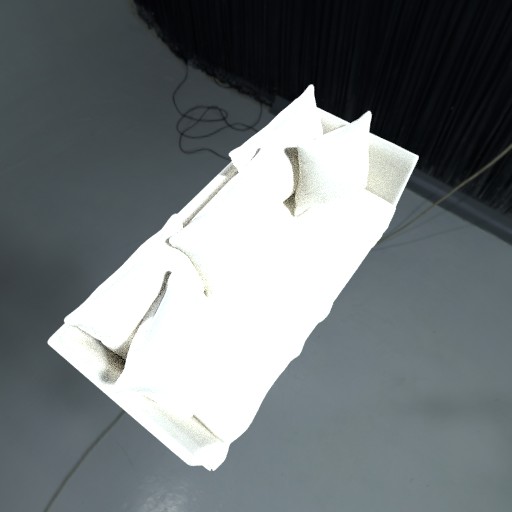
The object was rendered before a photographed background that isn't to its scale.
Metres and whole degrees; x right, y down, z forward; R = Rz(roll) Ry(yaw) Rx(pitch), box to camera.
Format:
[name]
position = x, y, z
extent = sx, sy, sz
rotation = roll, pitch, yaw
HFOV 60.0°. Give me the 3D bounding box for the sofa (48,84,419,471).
[sofa]
position = 0.000, 0.000, 2.756
extent = 1.031, 1.034, 2.290
rotation = 32, 64, 18
